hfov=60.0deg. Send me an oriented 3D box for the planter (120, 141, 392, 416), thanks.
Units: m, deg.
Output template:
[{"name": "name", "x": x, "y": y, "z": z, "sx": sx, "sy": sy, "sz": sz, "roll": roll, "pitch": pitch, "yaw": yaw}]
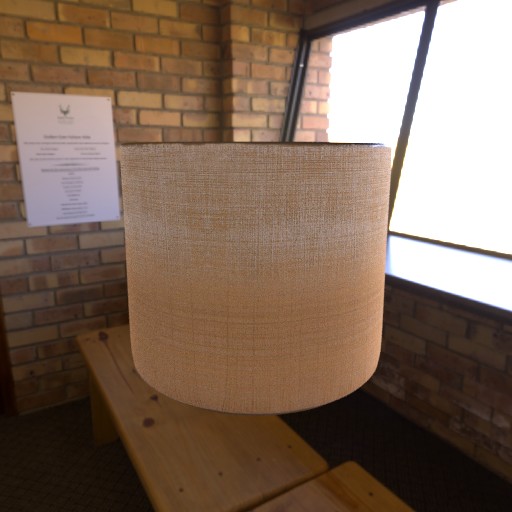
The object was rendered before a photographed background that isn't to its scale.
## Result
[{"name": "planter", "x": 0.000, "y": 0.000, "z": 0.447, "sx": 0.254, "sy": 0.221, "sz": 0.254, "roll": 0, "pitch": 14, "yaw": 0}]
